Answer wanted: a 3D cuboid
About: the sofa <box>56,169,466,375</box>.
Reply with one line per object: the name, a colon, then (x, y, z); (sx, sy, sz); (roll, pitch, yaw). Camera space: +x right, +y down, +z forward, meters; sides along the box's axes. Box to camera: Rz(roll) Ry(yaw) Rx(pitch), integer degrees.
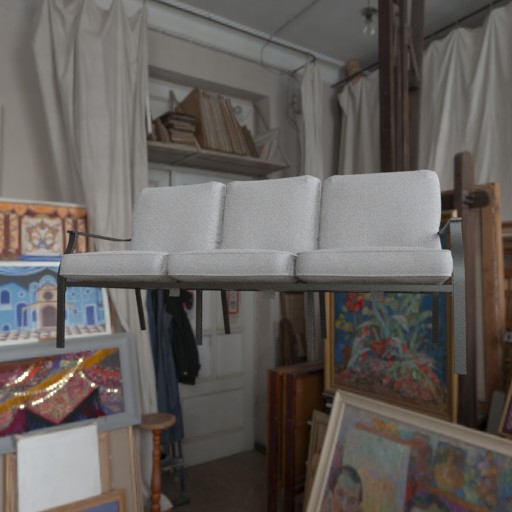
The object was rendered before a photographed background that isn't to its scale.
sofa: (0.000, 0.000, 2.127); (1.740, 0.860, 0.787); (-1, -2, 18)
